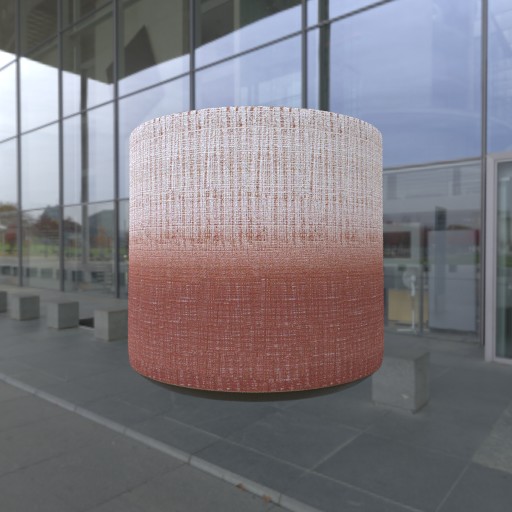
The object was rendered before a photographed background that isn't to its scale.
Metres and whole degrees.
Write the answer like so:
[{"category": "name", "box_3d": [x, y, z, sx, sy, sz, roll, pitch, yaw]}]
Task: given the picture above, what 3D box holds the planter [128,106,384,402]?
[{"category": "planter", "box_3d": [0.000, 0.000, 0.397, 0.221, 0.201, 0.221, 0, 1, 0]}]
